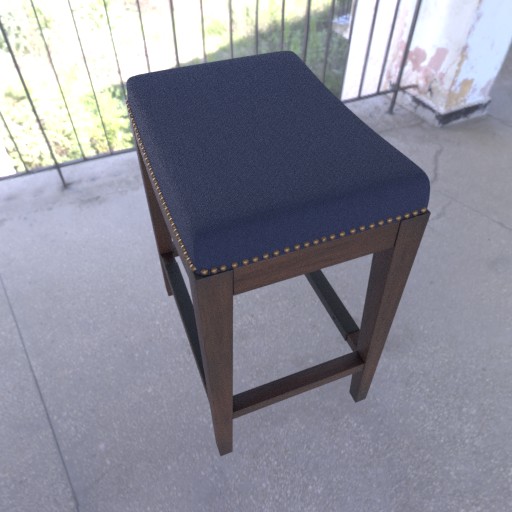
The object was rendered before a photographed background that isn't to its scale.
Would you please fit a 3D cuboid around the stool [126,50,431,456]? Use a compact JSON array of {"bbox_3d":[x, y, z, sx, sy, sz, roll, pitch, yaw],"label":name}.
[{"bbox_3d":[0.000,0.000,0.931,0.361,0.642,0.500,-16,49,-14],"label":"stool"}]
